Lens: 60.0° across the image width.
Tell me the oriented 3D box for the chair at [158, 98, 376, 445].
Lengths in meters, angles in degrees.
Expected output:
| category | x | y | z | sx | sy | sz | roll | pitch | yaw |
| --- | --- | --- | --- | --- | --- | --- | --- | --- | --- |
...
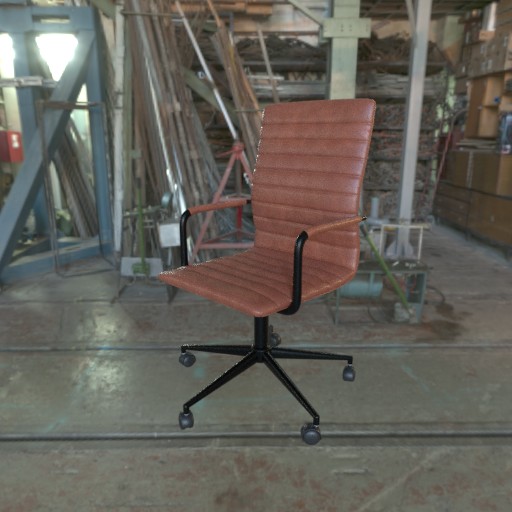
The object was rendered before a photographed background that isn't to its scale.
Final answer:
| category | x | y | z | sx | sy | sz | roll | pitch | yaw |
| --- | --- | --- | --- | --- | --- | --- | --- | --- | --- |
| chair | 0.000 | 0.000 | 1.281 | 0.600 | 0.878 | 0.578 | 14 | 21 | 42 |
